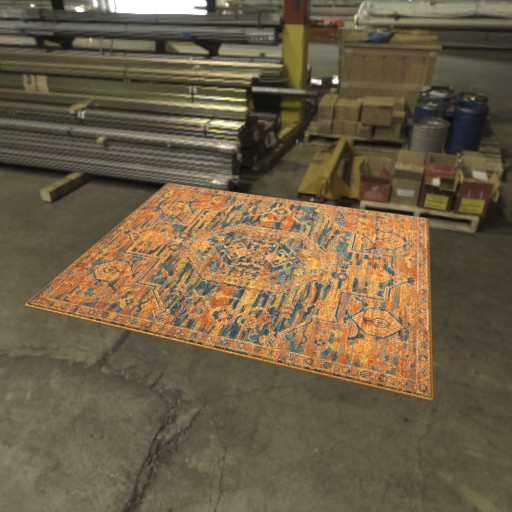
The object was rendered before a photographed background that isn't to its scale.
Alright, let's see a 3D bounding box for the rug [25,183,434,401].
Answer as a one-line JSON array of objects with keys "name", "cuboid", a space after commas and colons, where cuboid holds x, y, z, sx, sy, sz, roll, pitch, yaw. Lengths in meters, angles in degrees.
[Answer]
[{"name": "rug", "cuboid": [0.000, 0.000, 4.056, 3.040, 0.031, 2.435, 10, 34, 15]}]
